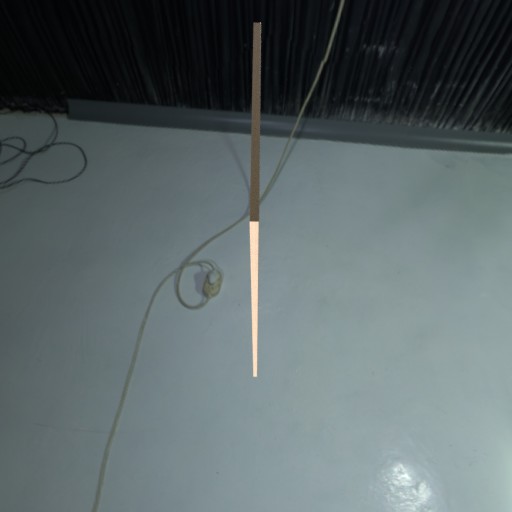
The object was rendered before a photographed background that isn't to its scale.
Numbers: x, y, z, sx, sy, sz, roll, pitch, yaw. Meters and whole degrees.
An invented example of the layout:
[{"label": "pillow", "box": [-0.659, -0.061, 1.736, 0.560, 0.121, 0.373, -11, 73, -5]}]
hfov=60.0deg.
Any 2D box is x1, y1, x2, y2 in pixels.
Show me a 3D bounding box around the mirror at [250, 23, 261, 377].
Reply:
[{"label": "mirror", "box": [0.000, 0.000, 2.281, 0.026, 2.031, 0.812, 1, 63, 0]}]
